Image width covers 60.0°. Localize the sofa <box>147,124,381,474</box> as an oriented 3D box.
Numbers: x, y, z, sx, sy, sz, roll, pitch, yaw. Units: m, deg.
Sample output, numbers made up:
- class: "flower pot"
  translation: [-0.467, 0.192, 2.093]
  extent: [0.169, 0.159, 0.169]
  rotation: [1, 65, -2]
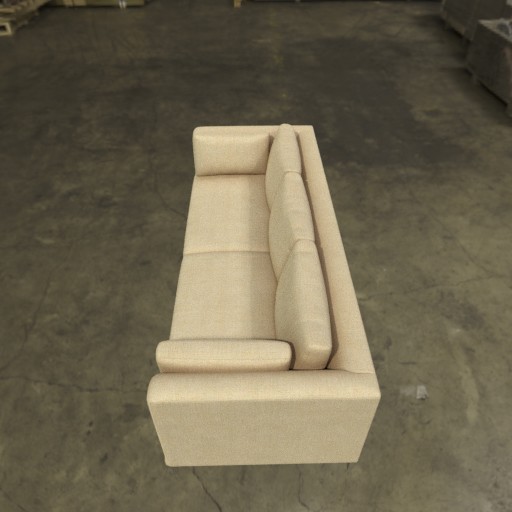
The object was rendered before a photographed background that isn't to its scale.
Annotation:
- class: "sofa"
  translation: [0.000, 0.000, 2.888]
  extent: [0.969, 0.867, 2.415]
  rotation: [-1, 42, -1]
